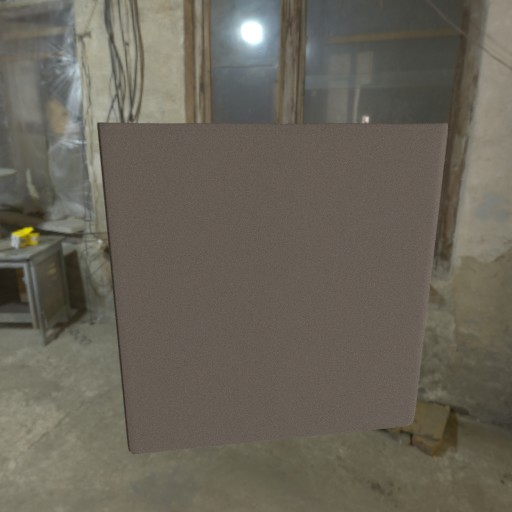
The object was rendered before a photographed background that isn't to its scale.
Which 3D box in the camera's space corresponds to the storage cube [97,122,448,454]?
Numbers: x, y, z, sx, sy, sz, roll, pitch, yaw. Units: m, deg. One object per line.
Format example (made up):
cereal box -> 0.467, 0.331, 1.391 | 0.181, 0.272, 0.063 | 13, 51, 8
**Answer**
storage cube -> 0.000, 0.000, 0.491 | 0.270, 0.280, 0.270 | -2, 16, -8
